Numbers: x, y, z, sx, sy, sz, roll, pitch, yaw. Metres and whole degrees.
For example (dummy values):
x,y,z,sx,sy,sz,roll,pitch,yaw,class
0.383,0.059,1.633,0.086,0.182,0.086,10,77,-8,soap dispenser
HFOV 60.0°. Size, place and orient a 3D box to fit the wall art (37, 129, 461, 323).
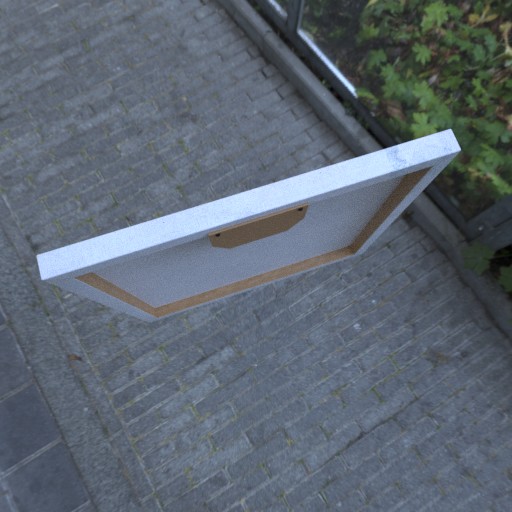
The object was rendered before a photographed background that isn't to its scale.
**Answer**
x,y,z,sx,sy,sz,roll,pitch,yaw,class
0.000,0.000,0.903,0.605,0.605,0.044,-18,77,-4,wall art
